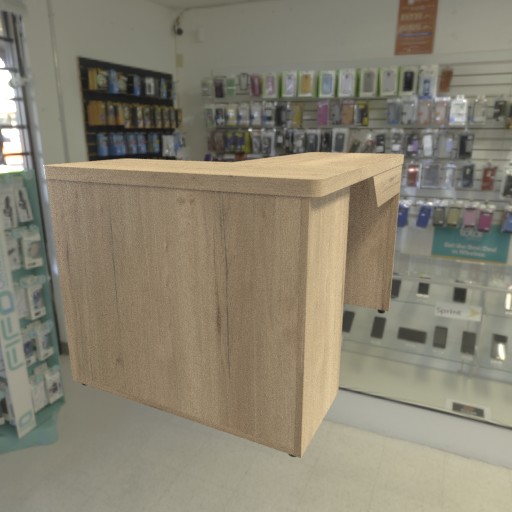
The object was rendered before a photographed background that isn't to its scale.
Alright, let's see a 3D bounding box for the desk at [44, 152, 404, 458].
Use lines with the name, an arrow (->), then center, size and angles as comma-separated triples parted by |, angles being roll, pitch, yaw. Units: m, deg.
desk -> 0.000, 0.000, 1.772 | 0.900, 0.760, 1.169 | 8, 18, 26
